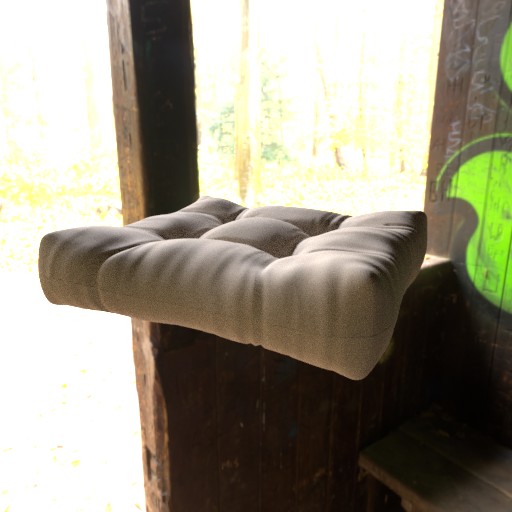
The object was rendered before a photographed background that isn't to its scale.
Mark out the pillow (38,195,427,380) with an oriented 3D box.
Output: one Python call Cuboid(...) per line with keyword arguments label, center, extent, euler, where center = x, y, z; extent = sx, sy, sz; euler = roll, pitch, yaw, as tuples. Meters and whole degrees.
Cuboid(label="pillow", center=(0.000, 0.000, 0.721), extent=(0.490, 0.128, 0.468), euler=(7, 17, 25))
